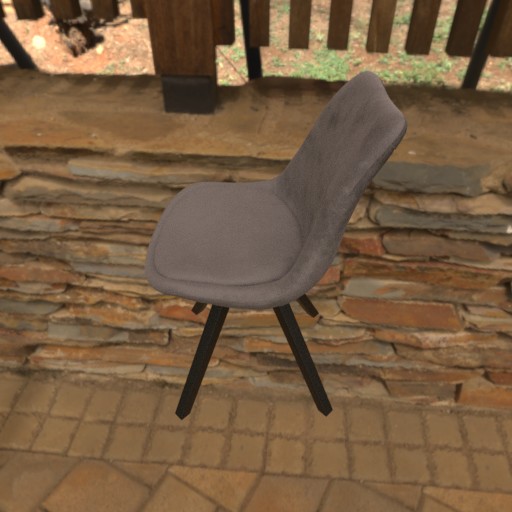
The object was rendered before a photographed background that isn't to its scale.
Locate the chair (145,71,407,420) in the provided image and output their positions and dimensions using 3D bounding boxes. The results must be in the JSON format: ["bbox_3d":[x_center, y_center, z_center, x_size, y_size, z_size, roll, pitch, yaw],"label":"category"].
[{"bbox_3d":[0.000,0.000,1.151,0.550,0.850,0.485,0,40,0],"label":"chair"}]
